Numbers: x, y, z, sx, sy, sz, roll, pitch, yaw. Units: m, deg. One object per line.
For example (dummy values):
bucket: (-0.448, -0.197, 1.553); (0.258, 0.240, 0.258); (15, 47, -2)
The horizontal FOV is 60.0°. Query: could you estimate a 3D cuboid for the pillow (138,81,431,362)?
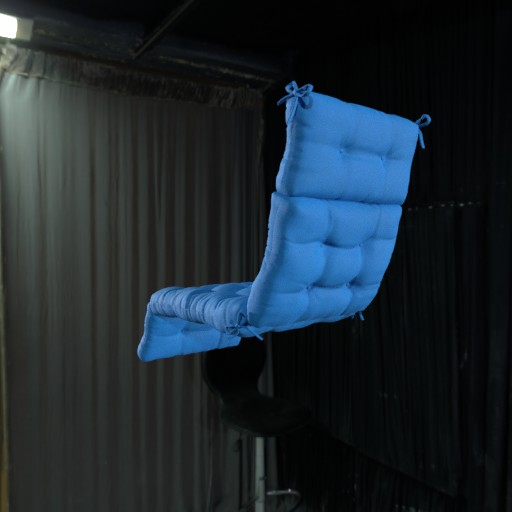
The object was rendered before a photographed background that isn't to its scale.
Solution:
pillow: (0.000, 0.000, 1.541); (0.526, 0.863, 1.016); (-1, 2, -37)
